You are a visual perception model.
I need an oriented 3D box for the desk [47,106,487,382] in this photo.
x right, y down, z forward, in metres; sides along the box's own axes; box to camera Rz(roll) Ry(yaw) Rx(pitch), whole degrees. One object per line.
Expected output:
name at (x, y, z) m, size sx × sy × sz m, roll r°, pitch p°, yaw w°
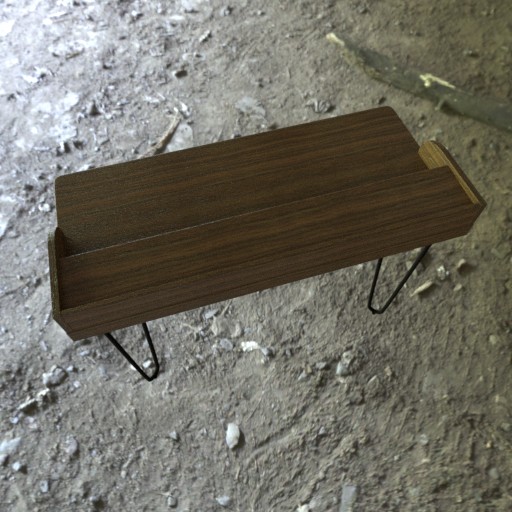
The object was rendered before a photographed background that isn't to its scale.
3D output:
desk at (0.000, 0.000, 1.664) m, size 1.200 × 0.854 × 0.565 m, roll -15°, pitch 59°, yaw -9°
